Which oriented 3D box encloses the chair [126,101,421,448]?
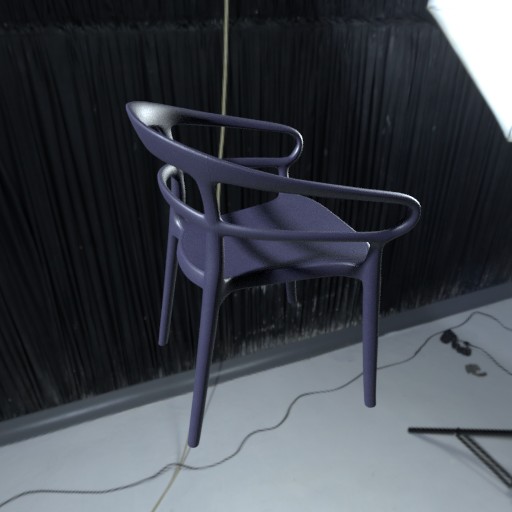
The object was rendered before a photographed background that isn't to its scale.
[{"bbox_3d":[0.000,0.000,1.126,0.527,0.761,0.559,-11,33,-18],"label":"chair"}]
